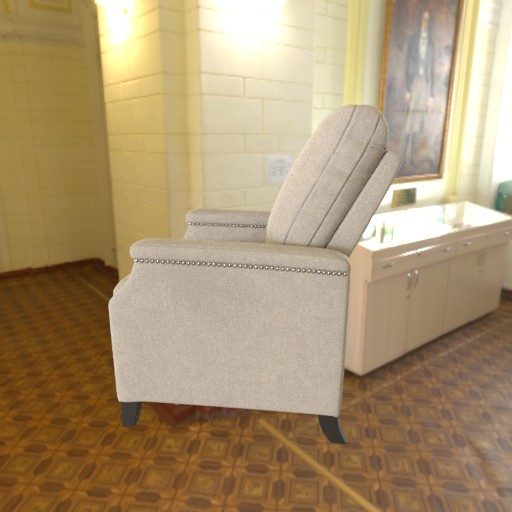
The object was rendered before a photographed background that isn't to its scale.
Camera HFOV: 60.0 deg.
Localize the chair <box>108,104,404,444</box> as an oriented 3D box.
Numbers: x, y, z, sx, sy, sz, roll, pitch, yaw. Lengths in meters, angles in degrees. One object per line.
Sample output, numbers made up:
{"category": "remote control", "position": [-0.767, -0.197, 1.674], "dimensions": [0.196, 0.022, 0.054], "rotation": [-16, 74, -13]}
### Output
{"category": "chair", "position": [0.000, 0.000, 1.653], "dimensions": [0.922, 1.049, 0.710], "rotation": [2, 15, 7]}
